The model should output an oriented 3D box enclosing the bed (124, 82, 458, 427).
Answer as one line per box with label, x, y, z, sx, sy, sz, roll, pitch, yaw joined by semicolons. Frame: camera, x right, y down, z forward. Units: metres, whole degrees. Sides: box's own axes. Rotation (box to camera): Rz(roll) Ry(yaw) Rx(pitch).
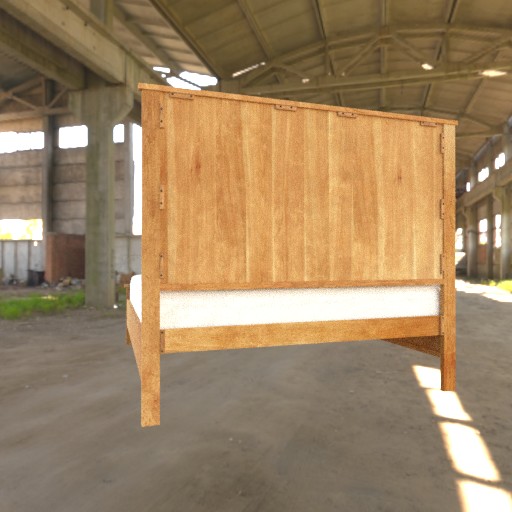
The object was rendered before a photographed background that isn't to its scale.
bed;0.000;0.000;4.036;2.225;1.938;2.530;0;0;-18
